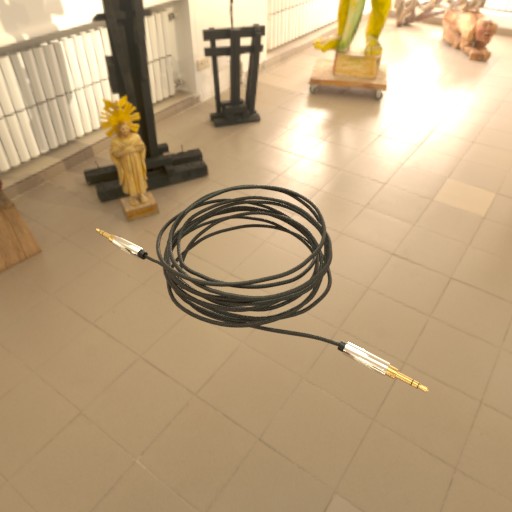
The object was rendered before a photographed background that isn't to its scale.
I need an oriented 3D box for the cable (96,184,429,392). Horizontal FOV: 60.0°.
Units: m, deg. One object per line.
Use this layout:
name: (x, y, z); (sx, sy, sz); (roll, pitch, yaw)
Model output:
cable: (0.000, 0.000, 0.499); (0.432, 0.069, 0.198); (25, 47, 25)
